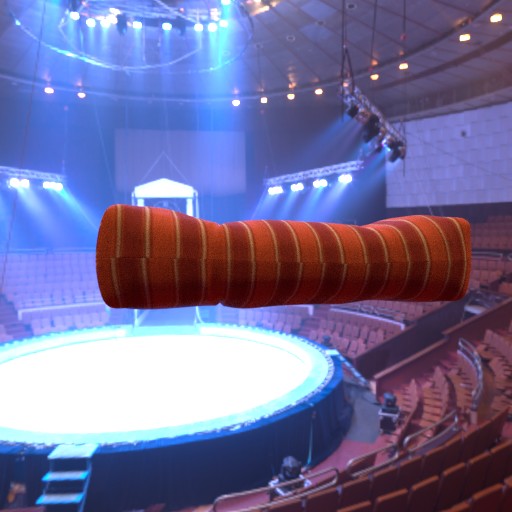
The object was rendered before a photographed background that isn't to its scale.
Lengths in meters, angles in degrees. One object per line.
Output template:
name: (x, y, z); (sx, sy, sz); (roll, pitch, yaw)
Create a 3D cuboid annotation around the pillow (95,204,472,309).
pillow: (0.000, 0.000, 0.731); (0.490, 0.133, 0.468); (0, 1, -18)
